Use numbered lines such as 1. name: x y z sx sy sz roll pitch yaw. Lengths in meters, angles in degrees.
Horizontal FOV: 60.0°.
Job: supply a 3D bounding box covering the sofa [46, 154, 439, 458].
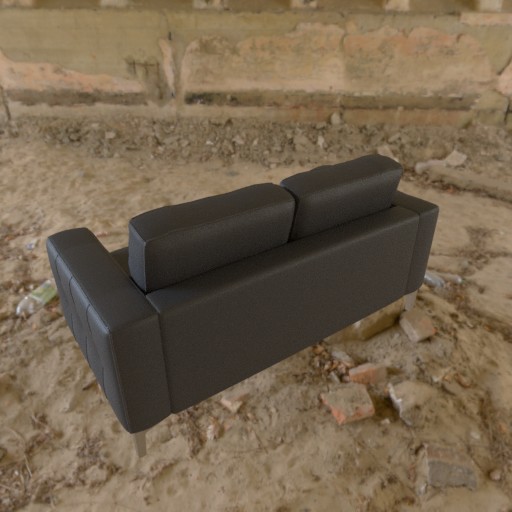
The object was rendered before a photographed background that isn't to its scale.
1. sofa: 0.000 0.000 2.165 1.726 0.893 0.833 -19 35 -30
